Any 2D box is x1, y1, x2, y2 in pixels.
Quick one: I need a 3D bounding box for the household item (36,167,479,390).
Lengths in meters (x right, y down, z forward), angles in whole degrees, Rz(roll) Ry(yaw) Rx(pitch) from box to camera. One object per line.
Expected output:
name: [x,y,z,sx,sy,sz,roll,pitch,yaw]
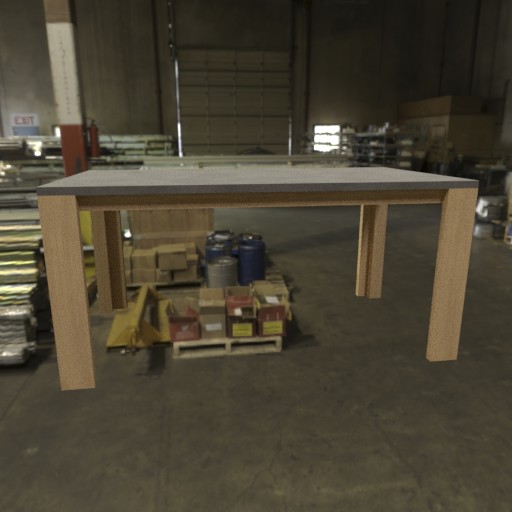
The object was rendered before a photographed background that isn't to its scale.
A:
household item: [0.000,0.000,2.083,1.600,0.755,0.850,-2,15,-8]
